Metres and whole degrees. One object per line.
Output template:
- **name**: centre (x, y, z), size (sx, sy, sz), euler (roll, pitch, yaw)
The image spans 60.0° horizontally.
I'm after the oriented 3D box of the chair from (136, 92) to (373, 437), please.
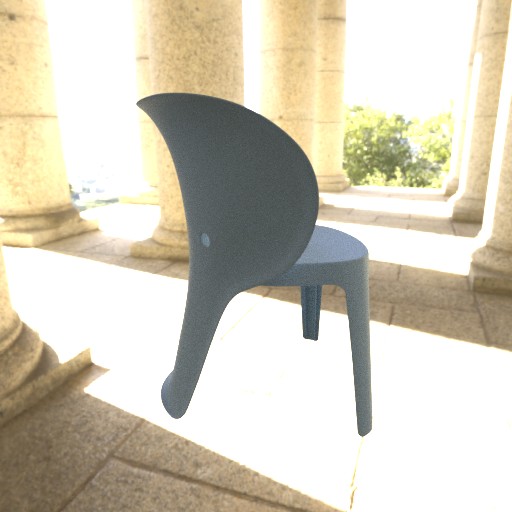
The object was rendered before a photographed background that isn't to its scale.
- **chair**: centre (0.000, 0.000, 0.841), size (0.402, 0.554, 0.451), euler (-2, 16, -8)
